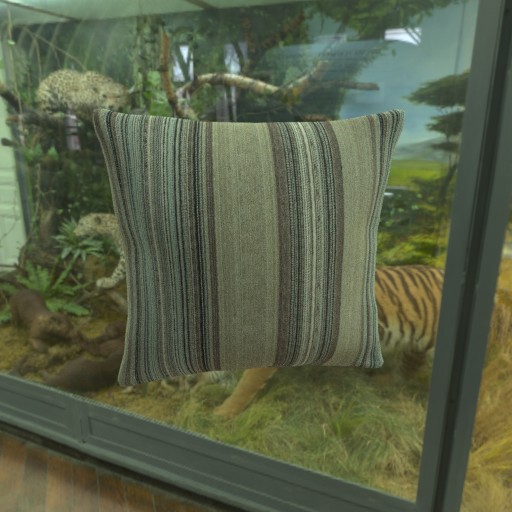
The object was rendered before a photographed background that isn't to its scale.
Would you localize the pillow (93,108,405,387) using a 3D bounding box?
[{"bbox_3d":[0.000,0.000,0.657,0.435,0.416,0.189,-2,16,-7],"label":"pillow"}]
